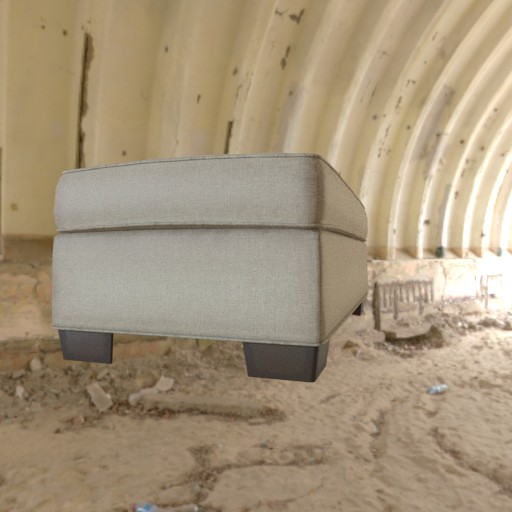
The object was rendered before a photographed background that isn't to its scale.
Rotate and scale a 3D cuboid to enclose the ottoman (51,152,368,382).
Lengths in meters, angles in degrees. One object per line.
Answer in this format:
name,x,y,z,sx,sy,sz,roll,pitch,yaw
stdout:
ottoman,0.000,0.000,1.404,0.617,0.461,1.097,0,0,18
